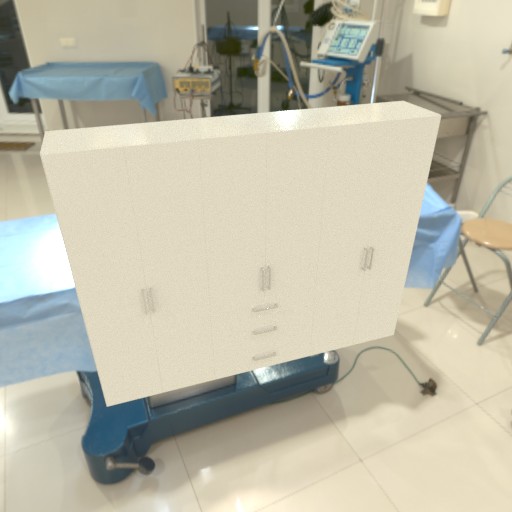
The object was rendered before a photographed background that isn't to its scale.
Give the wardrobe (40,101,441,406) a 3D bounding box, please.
[{"bbox_3d":[0.000,0.000,3.978,3.000,2.360,0.580,-10,33,-16],"label":"wardrobe"}]
